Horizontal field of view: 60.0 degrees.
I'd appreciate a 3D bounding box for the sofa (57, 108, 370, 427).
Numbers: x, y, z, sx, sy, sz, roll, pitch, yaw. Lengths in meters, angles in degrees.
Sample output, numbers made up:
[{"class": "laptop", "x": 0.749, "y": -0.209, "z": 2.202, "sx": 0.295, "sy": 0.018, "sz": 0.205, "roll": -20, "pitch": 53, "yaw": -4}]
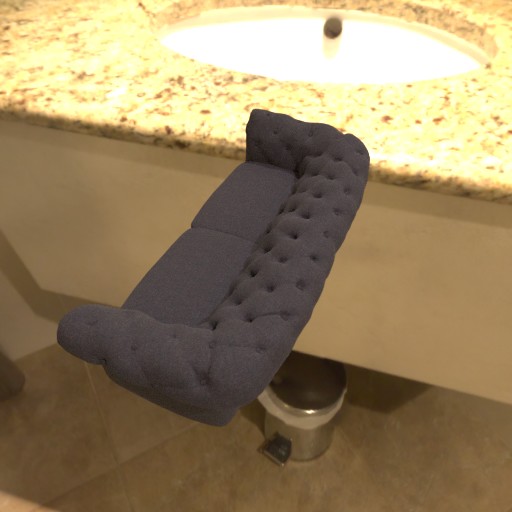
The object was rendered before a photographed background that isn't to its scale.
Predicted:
[{"class": "sofa", "x": 0.000, "y": 0.000, "z": 2.858, "sx": 1.046, "sy": 0.836, "sz": 2.335, "roll": 18, "pitch": 49, "yaw": 16}]
